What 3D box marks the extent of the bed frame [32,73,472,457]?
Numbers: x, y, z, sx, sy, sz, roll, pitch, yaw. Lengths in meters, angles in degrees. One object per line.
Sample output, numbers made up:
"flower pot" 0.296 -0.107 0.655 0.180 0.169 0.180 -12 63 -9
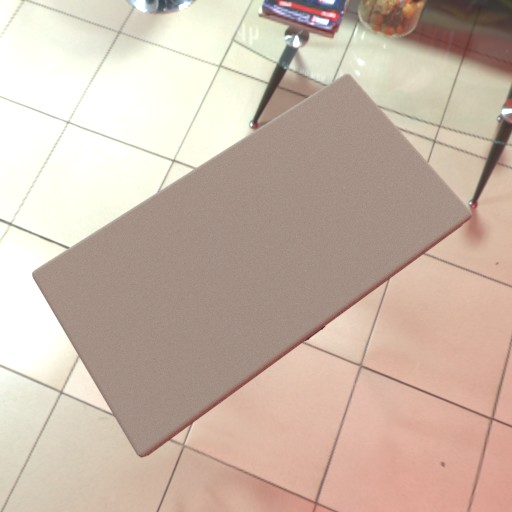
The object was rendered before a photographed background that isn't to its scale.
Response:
"bed frame" 0.000 0.000 3.211 2.635 0.680 1.393 -34 78 -9
